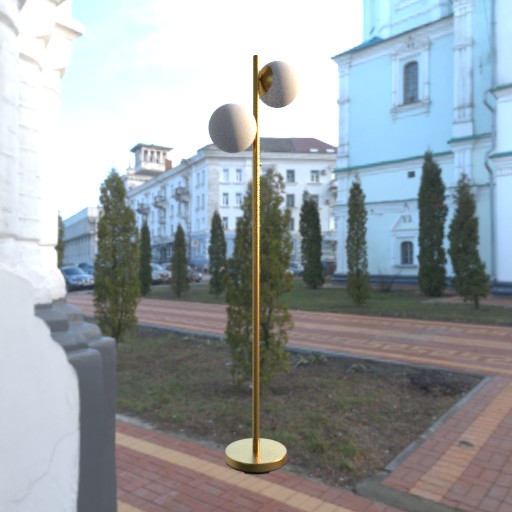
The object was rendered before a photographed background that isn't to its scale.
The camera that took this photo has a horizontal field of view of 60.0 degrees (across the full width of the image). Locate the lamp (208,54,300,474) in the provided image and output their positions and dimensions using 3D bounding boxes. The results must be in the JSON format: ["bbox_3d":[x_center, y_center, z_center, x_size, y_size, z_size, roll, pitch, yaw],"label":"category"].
[{"bbox_3d":[0.000,0.000,1.795,0.419,1.641,0.249,1,-1,-36],"label":"lamp"}]
